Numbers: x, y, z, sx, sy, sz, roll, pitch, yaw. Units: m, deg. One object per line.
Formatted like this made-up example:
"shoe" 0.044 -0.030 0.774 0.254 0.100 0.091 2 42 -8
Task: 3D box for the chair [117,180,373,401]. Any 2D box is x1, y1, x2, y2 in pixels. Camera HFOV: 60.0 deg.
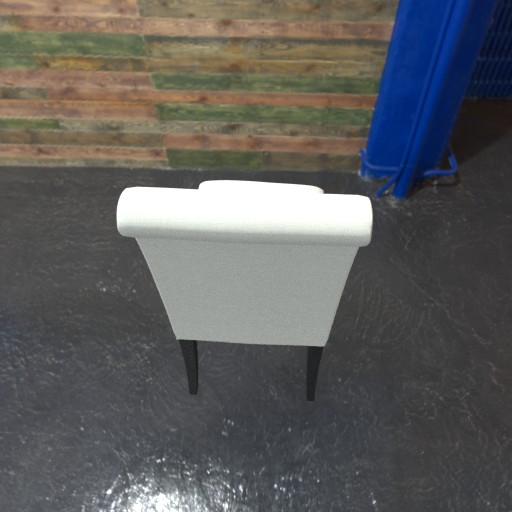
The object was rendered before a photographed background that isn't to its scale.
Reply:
"chair" 0.000 0.000 1.333 0.452 0.976 0.708 2 49 2
